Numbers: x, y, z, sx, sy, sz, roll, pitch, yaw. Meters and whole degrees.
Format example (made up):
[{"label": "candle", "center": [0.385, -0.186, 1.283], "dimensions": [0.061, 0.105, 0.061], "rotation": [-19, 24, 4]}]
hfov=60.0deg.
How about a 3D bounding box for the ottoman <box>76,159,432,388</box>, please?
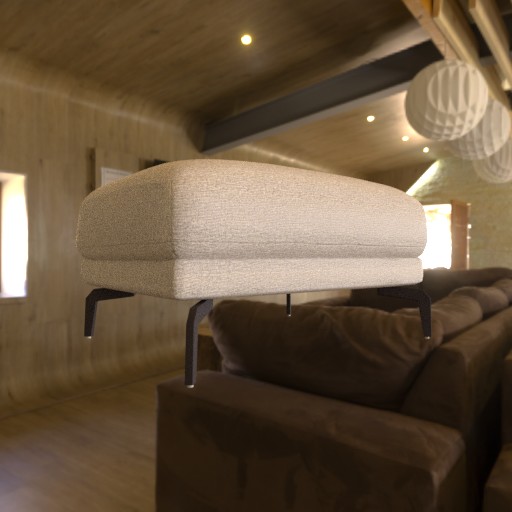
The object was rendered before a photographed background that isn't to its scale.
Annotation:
[{"label": "ottoman", "center": [0.000, 0.000, 1.138], "dimensions": [0.772, 0.420, 0.568], "rotation": [0, 0, -37]}]
